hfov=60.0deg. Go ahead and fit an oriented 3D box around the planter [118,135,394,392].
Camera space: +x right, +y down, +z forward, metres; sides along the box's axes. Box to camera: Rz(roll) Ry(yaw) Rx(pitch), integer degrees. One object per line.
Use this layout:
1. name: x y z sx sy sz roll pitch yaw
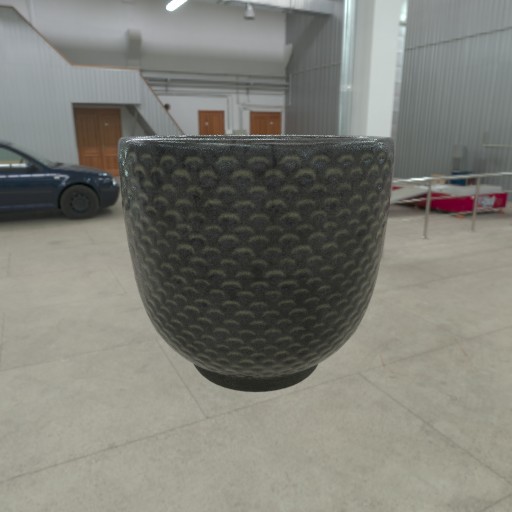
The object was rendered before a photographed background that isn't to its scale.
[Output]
1. planter: 0.000 0.000 0.307 0.172 0.160 0.172 0 16 0
